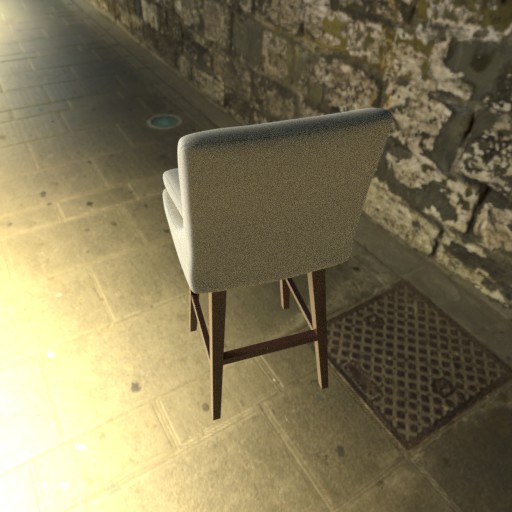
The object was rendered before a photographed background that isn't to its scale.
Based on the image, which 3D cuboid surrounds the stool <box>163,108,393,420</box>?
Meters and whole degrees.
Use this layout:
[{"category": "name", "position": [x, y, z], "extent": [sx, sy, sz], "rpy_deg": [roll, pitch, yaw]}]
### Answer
[{"category": "stool", "position": [0.000, 0.000, 1.378], "extent": [0.483, 1.093, 0.559], "rpy_deg": [-12, 43, -13]}]
